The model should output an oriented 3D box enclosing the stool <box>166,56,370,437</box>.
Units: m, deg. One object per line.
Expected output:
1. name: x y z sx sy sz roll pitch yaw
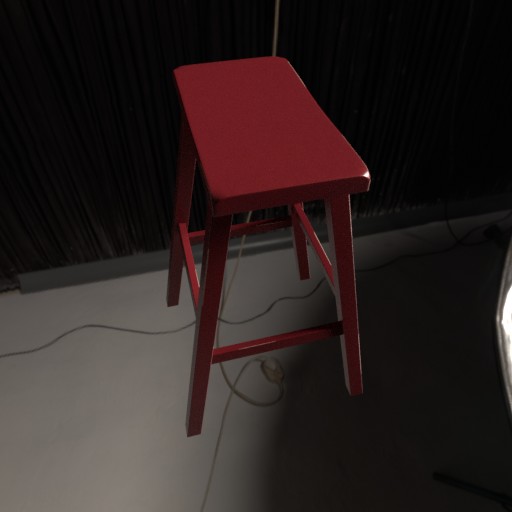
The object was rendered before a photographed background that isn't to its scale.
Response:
1. stool: 0.000 0.000 1.046 0.476 0.737 0.457 -11 47 -10
